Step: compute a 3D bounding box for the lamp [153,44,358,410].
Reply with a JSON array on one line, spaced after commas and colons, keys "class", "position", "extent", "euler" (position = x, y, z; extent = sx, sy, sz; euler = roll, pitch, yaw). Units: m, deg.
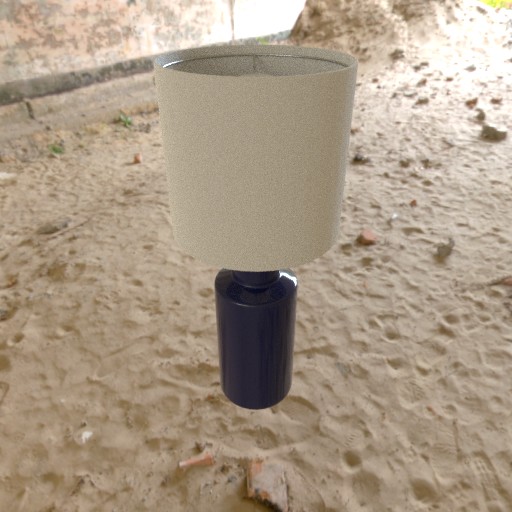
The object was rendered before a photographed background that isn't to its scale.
[{"class": "lamp", "position": [0.000, 0.000, 0.597], "extent": [0.212, 0.493, 0.212], "euler": [-1, 32, -1]}]
